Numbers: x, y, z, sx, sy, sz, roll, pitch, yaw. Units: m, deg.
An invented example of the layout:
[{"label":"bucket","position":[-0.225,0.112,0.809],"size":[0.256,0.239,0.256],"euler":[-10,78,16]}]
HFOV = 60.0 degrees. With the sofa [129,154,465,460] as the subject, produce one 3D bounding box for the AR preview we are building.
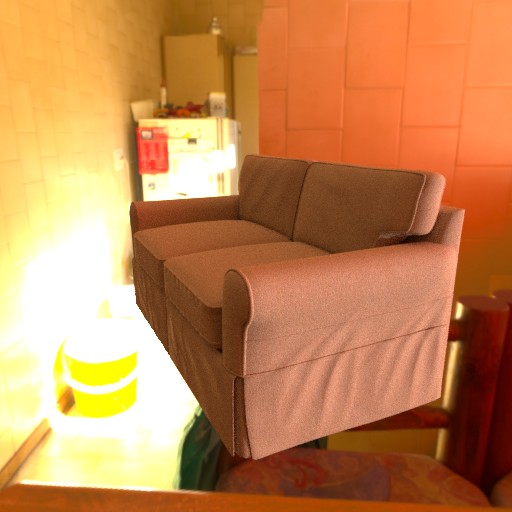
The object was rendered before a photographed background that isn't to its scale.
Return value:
[{"label":"sofa","position":[0.000,0.000,2.261],"size":[0.991,0.940,1.727],"euler":[-8,17,-25]}]
